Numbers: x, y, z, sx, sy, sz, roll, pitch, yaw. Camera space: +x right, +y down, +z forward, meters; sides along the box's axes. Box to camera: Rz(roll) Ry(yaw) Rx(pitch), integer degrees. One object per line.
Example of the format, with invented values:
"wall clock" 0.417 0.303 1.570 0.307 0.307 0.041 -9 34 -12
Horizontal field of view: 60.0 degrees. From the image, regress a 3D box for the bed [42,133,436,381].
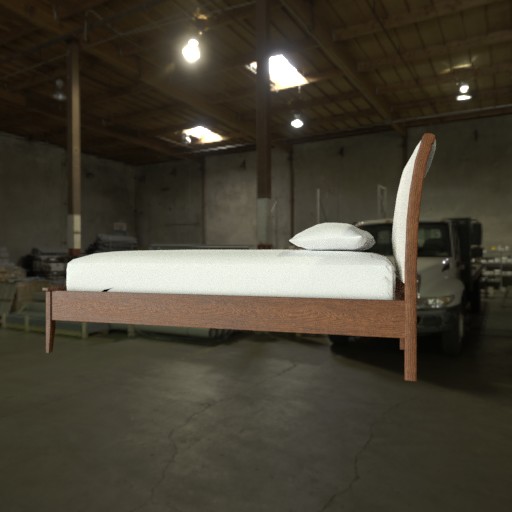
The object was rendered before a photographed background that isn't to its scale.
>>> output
"bed" 0.000 0.000 3.274 2.380 1.250 1.612 0 0 17
